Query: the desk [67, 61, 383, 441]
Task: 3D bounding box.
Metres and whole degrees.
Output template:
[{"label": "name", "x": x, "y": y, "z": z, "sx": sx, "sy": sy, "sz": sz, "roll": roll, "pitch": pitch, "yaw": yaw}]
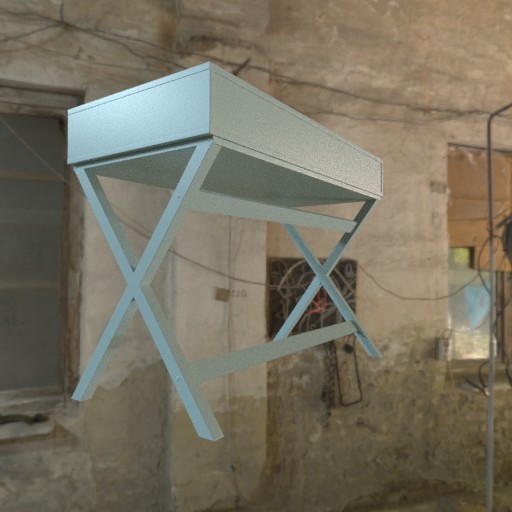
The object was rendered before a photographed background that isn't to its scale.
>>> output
[{"label": "desk", "x": 0.000, "y": 0.000, "z": 1.481, "sx": 0.509, "sy": 0.780, "sz": 1.059, "roll": -1, "pitch": -1, "yaw": 35}]
